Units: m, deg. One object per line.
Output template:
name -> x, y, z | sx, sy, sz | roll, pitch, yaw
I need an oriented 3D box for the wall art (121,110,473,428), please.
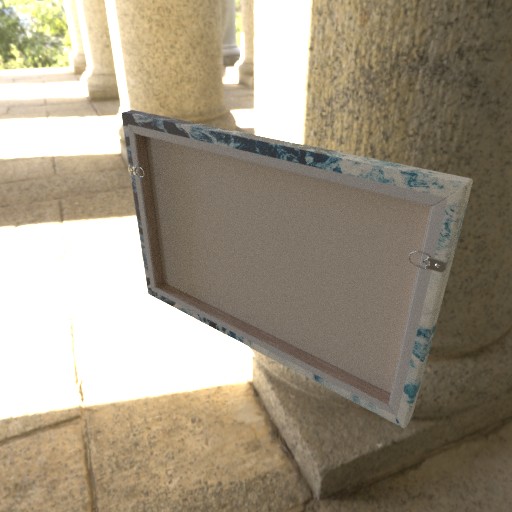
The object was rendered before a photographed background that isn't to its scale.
wall art -> 0.000, 0.000, 1.144 | 0.915, 0.610, 0.042 | 21, 36, 32
